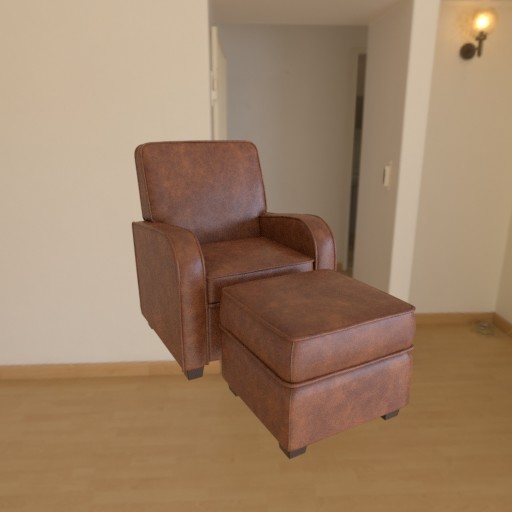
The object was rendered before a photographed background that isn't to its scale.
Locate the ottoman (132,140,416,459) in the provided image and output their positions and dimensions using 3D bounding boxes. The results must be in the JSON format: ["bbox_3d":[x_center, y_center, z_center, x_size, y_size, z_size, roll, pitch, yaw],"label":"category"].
[{"bbox_3d":[0.000,0.000,1.837,0.732,0.904,1.314,-9,18,-27],"label":"ottoman"}]
